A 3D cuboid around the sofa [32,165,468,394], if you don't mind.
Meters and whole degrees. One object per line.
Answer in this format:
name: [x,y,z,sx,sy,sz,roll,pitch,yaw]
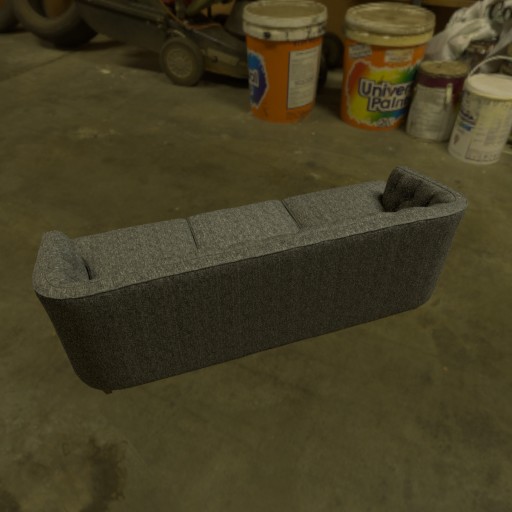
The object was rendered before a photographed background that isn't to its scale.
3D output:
sofa: [0.000,0.000,2.643,2.278,0.855,0.941,-12,43,-14]
